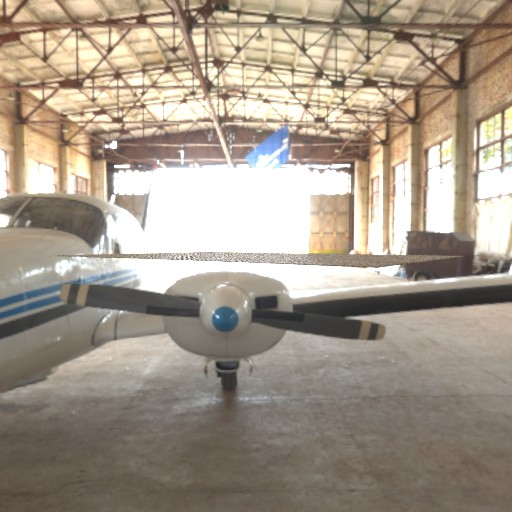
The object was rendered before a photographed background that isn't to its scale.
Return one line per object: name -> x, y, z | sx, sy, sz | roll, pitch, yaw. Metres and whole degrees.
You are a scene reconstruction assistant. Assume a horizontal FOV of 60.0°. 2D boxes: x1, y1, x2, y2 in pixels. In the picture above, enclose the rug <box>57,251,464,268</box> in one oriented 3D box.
rug -> 0.000, 0.000, 2.285 | 1.750, 0.004, 1.177 | 1, 2, 37
